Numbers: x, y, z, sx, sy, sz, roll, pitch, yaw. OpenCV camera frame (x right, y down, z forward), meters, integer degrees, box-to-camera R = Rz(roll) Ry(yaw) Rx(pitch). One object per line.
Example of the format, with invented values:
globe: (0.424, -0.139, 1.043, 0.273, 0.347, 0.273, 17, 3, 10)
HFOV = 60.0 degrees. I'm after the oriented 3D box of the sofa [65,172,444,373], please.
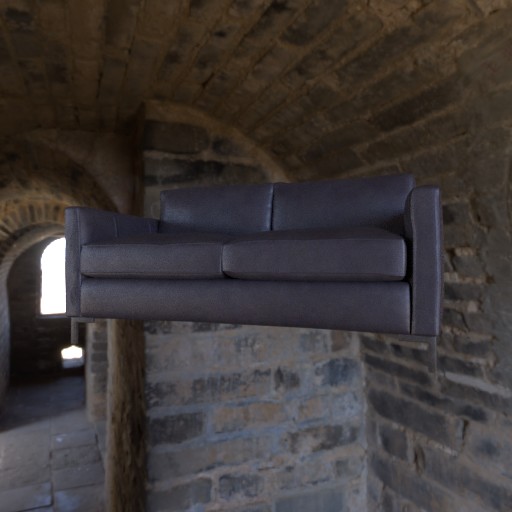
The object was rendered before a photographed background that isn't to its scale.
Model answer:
sofa: (0.000, 0.000, 2.307, 1.805, 0.883, 0.947, 0, -1, 18)
